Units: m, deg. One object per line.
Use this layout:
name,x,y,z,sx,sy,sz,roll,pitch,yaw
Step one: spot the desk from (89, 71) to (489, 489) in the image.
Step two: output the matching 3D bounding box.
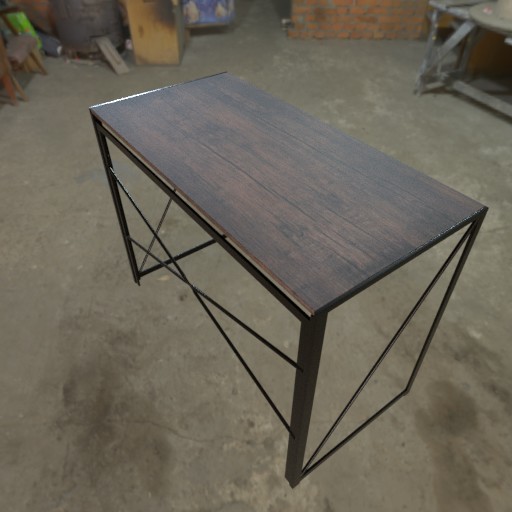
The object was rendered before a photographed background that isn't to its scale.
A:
desk,0.000,0.000,1.400,0.505,0.747,1.015,-27,49,-26
